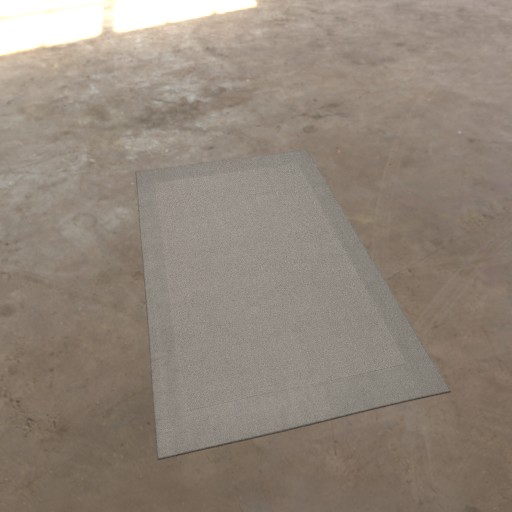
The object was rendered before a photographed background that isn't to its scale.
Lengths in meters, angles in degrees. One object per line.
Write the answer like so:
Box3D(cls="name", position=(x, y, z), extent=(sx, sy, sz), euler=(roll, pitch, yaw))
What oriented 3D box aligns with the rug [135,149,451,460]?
Box3D(cls="rug", position=(0.000, 0.000, 3.037), extent=(1.524, 0.014, 2.438), euler=(-9, 46, -9))
